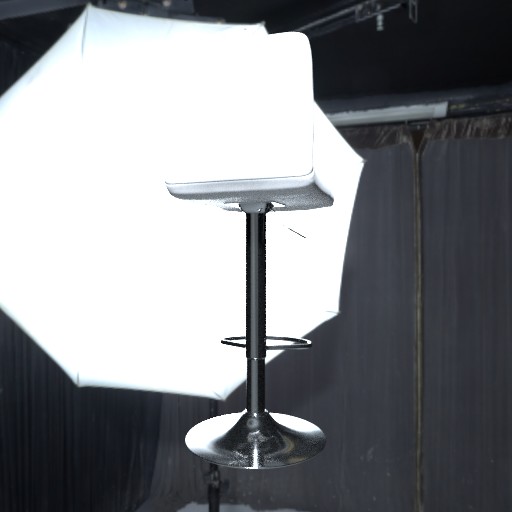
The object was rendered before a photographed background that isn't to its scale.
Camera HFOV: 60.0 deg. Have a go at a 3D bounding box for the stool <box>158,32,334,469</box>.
[{"bbox_3d":[0.000,0.000,1.366,0.430,1.115,0.505,0,-1,17],"label":"stool"}]
